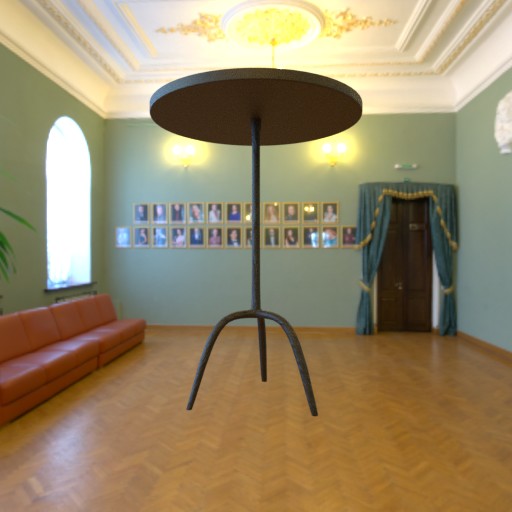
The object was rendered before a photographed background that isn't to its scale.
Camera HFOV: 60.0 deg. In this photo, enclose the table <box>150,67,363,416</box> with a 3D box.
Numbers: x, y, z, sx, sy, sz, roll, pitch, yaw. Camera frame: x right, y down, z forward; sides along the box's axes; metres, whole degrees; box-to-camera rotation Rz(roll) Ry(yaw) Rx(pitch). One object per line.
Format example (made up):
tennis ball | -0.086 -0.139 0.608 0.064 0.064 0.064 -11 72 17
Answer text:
table | 0.000 0.000 1.074 0.502 0.700 0.502 0 0 2
